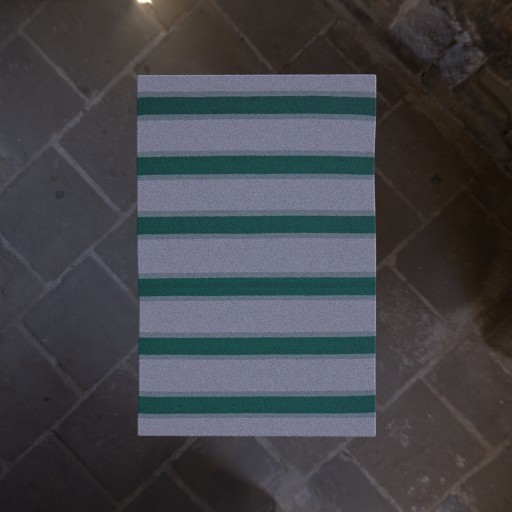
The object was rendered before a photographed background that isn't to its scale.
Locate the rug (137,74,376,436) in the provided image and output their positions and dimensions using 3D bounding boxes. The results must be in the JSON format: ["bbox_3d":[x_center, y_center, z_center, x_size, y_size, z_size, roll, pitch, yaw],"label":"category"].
[{"bbox_3d":[0.000,0.000,2.249,1.210,0.012,1.829,0,90,0],"label":"rug"}]
